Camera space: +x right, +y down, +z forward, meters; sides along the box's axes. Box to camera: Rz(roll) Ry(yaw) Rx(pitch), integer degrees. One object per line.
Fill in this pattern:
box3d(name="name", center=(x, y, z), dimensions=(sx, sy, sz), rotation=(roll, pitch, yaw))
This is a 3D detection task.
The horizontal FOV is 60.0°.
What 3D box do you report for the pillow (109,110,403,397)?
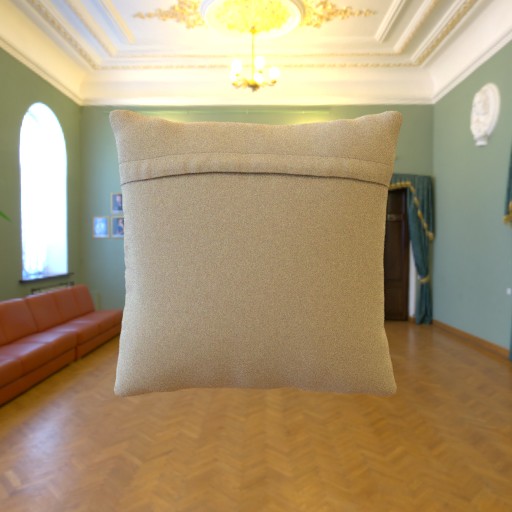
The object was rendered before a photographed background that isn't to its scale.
box3d(name="pillow", center=(0.000, 0.000, 0.710), dimensions=(0.459, 0.458, 0.181), rotation=(0, 1, -1))
